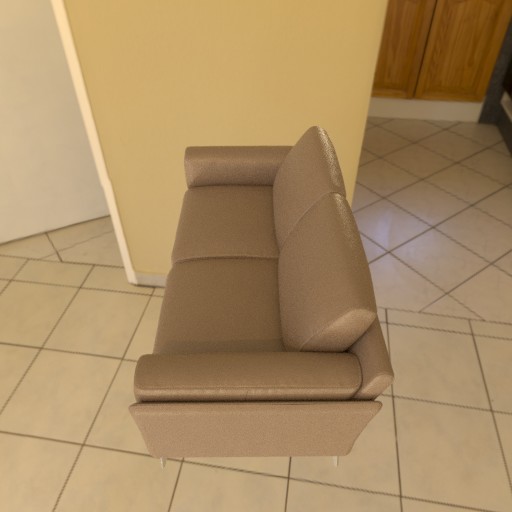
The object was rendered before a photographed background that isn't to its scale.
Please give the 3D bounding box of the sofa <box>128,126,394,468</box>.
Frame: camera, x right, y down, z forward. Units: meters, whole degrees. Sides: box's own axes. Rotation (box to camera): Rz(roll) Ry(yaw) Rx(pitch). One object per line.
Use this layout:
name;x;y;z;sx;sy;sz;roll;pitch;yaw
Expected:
sofa;0.000;0.000;2.598;1.049;0.930;2.101;0;42;0
